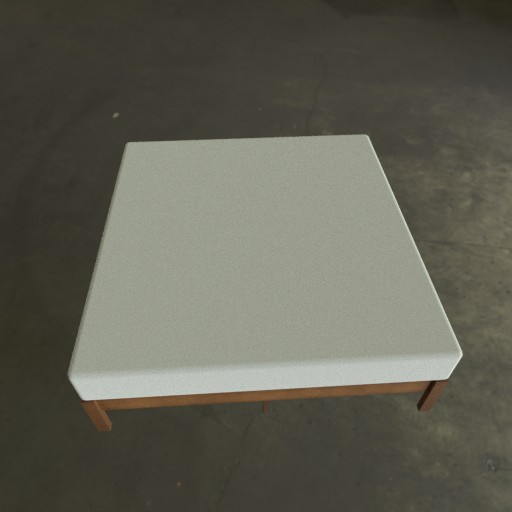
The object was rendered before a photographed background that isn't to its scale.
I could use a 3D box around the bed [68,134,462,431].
[{"bbox_3d":[0.000,0.000,3.045,1.930,0.616,2.049,-3,47,-2],"label":"bed"}]
